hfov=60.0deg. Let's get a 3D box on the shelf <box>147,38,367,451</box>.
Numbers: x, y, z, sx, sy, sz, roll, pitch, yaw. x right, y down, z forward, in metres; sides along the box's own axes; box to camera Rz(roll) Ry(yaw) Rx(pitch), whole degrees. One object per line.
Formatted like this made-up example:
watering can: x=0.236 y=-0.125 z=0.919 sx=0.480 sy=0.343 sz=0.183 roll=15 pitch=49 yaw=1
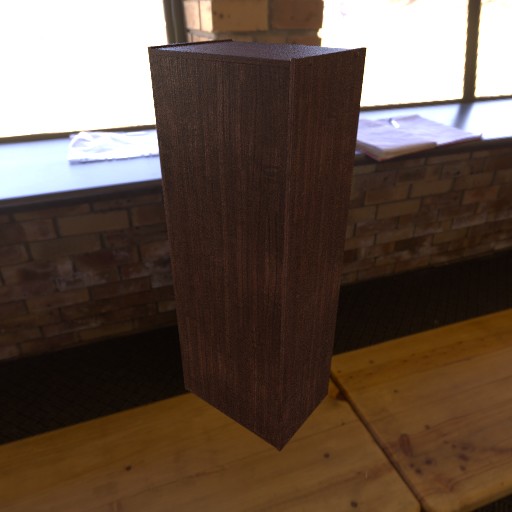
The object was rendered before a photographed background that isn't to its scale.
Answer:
shelf: x=0.000 y=0.000 z=1.282 sx=0.415 sy=1.099 sz=0.290 roll=21 pitch=36 yaw=32
